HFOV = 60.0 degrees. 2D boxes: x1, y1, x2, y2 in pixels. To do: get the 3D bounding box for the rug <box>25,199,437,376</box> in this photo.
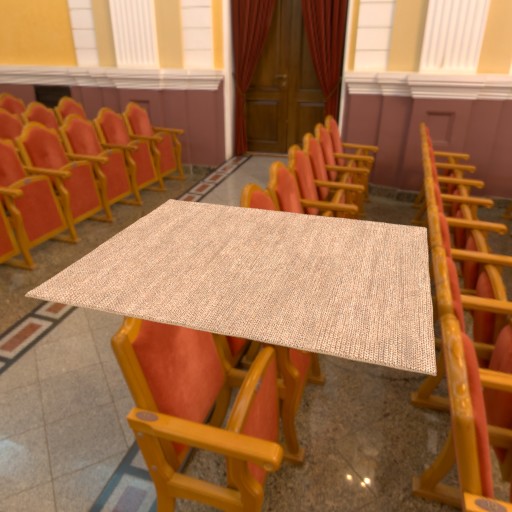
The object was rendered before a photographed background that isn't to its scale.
[{"bbox_3d":[0.000,0.000,4.099,3.052,0.030,2.429,8,27,16],"label":"rug"}]
